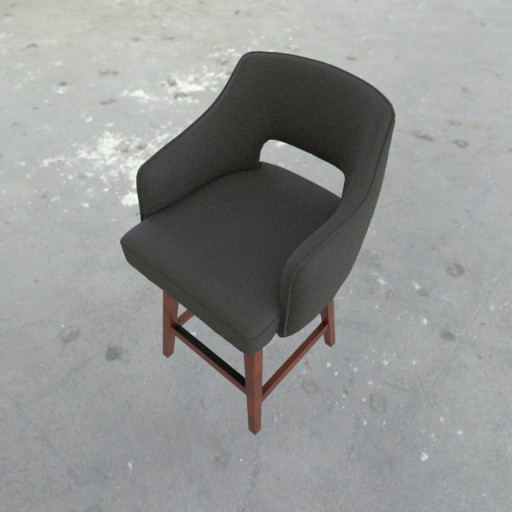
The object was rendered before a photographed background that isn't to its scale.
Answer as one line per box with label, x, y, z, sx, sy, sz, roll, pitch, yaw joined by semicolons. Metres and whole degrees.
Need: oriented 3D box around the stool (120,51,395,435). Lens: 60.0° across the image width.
stool;0.000;0.000;1.248;0.548;0.912;0.558;33;55;26
